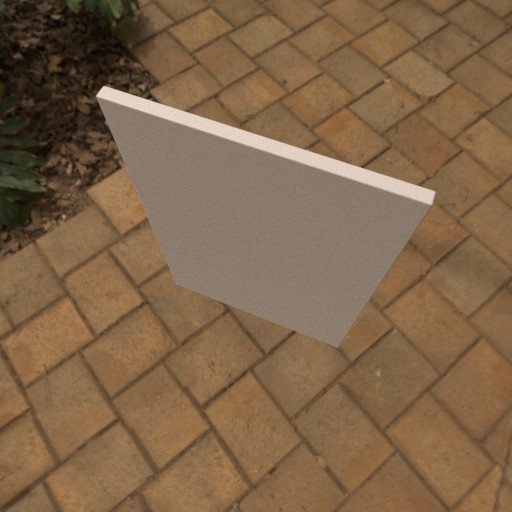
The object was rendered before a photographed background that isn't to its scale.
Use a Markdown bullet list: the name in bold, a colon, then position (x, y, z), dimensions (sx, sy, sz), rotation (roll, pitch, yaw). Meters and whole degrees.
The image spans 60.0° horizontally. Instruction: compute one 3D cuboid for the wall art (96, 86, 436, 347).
- **wall art**: position (0.000, 0.000, 1.048), dimensions (0.556, 0.813, 0.026), rotation (20, 66, 10)
